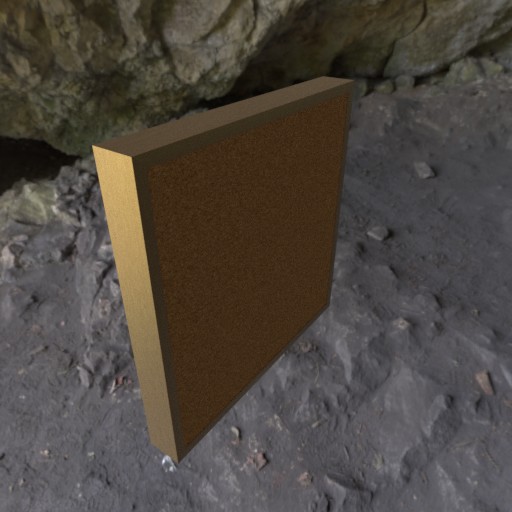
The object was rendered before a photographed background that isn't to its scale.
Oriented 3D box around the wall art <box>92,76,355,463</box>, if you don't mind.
[{"bbox_3d":[0.000,0.000,0.460,0.038,0.305,0.304,21,38,30],"label":"wall art"}]
